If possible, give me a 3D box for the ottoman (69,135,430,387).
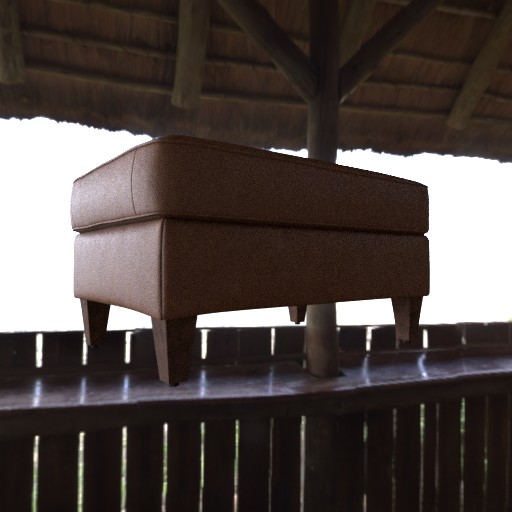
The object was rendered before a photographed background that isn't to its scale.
[{"bbox_3d":[0.000,0.000,1.210,0.864,0.483,0.584,1,-1,-37],"label":"ottoman"}]
